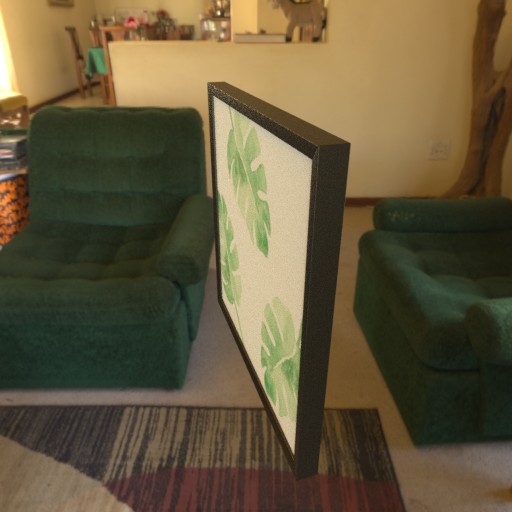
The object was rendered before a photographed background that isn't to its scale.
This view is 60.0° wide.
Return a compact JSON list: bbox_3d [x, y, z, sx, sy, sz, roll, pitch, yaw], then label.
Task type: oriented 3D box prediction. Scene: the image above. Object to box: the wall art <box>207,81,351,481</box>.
[{"bbox_3d":[0.000,0.000,0.767,0.036,0.508,0.508,-9,29,-16],"label":"wall art"}]
